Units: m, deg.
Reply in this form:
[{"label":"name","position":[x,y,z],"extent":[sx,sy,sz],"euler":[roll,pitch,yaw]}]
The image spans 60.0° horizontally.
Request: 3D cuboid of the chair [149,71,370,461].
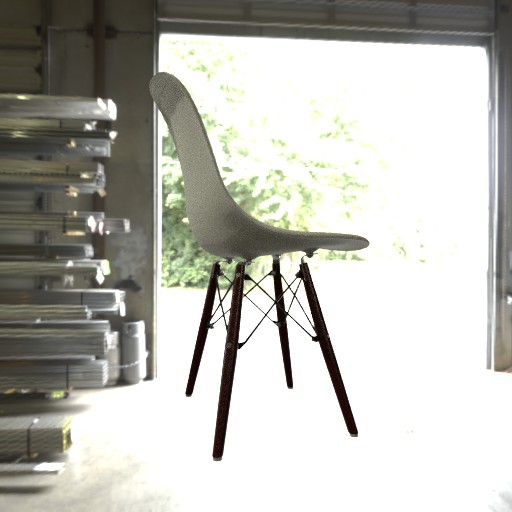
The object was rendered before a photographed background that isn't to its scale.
[{"label":"chair","position":[0.000,0.000,1.141],"extent":[0.533,0.826,0.470],"euler":[0,0,-19]}]
